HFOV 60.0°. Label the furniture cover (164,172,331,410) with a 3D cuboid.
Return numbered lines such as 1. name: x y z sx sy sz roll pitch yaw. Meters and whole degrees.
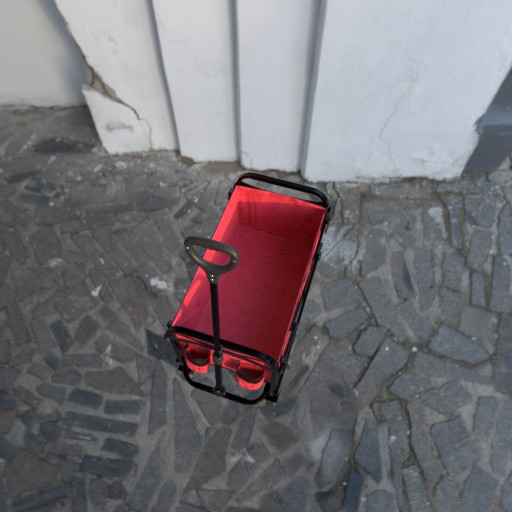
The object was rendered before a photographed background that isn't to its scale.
1. furniture cover: 0.000 0.000 1.878 0.532 1.295 1.038 16 60 9
